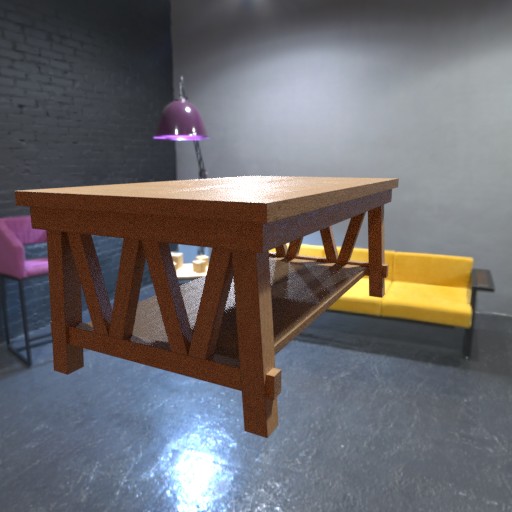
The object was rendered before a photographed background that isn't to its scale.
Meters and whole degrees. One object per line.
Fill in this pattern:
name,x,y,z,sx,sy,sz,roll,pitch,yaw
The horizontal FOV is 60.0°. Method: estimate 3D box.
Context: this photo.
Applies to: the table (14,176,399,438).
table,0.000,0.000,1.560,0.711,0.507,1.270,6,14,27
